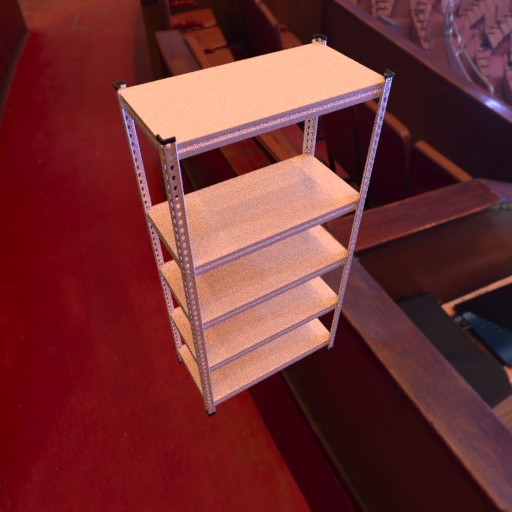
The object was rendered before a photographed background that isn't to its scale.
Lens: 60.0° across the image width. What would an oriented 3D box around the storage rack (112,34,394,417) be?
[{"bbox_3d":[0.000,0.000,2.241,0.914,1.829,0.457,-23,50,-21],"label":"storage rack"}]
